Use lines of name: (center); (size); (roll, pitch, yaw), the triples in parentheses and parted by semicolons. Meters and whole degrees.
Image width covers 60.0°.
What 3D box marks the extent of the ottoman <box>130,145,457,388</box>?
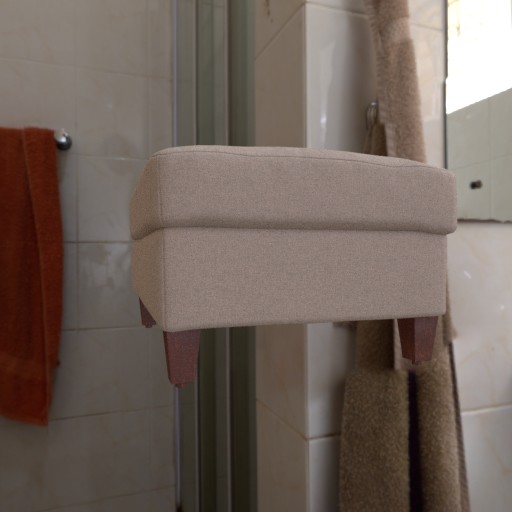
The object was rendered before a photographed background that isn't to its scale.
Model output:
ottoman: (0.000, 0.000, 1.314); (0.692, 0.511, 0.902); (0, 0, -18)
